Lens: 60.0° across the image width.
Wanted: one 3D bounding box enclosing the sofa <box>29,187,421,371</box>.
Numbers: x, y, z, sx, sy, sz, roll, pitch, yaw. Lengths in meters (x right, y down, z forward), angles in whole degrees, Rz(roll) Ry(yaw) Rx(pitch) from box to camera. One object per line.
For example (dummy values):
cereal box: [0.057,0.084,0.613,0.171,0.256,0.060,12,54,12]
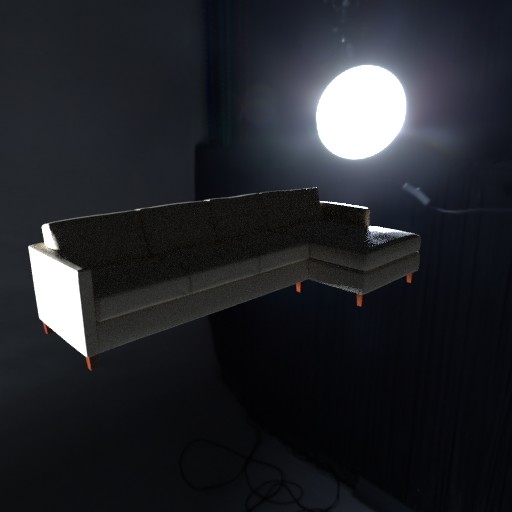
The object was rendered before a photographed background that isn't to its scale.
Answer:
sofa: [0.000,0.000,4.141,3.471,0.954,1.603,-15,21,-42]
